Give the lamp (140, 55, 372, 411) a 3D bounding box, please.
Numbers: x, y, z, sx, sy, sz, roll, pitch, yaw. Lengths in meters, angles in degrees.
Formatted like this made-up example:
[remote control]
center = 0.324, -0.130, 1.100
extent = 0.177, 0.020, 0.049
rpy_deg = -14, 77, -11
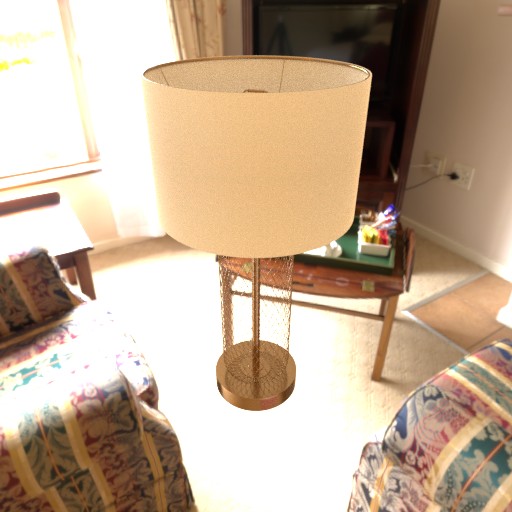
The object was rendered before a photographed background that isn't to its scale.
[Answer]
[lamp]
center = 0.000, 0.000, 0.618
extent = 0.252, 0.483, 0.252
rpy_deg = 10, 32, 16
